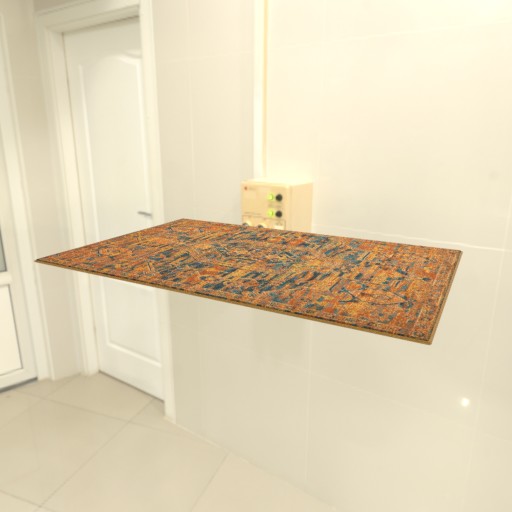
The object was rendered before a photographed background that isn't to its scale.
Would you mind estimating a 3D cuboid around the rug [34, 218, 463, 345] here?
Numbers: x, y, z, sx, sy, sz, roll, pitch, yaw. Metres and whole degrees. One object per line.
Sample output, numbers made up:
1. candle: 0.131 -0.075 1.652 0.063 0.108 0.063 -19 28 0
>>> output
1. rug: 0.000 0.000 1.058 0.863 0.008 0.557 8 18 27
